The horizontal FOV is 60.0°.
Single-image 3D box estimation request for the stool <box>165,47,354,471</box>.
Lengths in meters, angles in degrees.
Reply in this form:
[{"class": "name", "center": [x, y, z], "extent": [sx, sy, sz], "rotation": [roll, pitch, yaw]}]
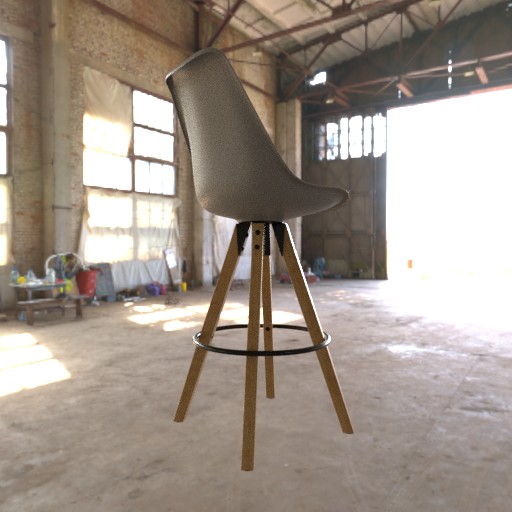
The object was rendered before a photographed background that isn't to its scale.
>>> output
[{"class": "stool", "center": [0.000, 0.000, 1.429], "extent": [0.550, 1.115, 0.485], "rotation": [-1, 2, -36]}]
